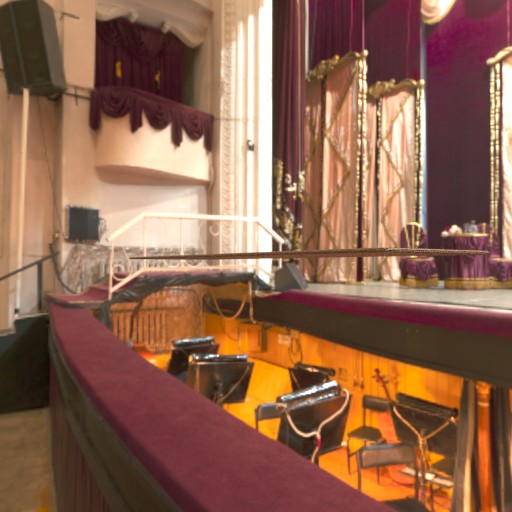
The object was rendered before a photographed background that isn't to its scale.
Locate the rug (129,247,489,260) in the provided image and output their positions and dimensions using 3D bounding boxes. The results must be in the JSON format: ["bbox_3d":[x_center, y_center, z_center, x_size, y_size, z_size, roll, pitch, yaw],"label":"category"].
[{"bbox_3d":[0.000,0.000,2.510,0.659,0.019,2.297,1,-1,-36],"label":"rug"}]
